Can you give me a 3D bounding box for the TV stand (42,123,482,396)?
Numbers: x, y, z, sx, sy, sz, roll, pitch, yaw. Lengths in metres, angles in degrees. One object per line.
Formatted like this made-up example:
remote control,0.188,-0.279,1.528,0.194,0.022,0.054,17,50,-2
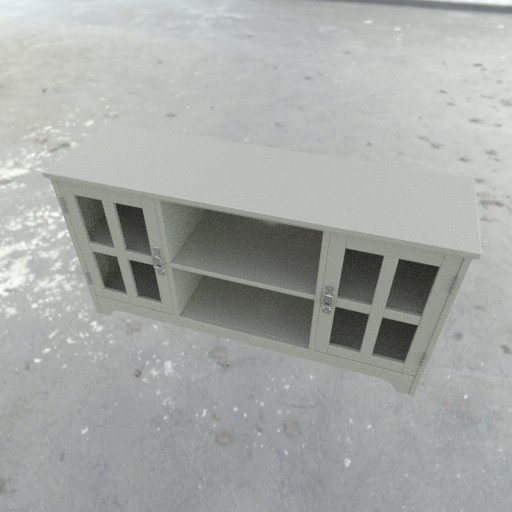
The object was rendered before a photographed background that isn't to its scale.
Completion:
TV stand,0.000,0.000,1.443,1.167,0.603,0.344,12,42,13
